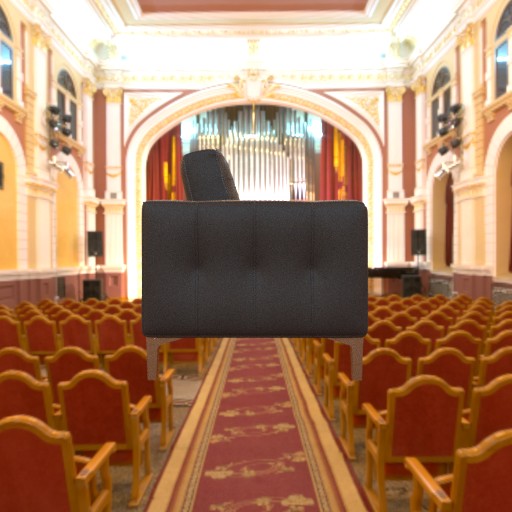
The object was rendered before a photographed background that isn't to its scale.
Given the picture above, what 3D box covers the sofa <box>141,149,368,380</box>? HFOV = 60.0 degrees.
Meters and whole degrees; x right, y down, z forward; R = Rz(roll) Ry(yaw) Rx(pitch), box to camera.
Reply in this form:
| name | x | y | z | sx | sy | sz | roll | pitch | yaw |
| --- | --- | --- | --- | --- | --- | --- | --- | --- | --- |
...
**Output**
| name | x | y | z | sx | sy | sz | roll | pitch | yaw |
| --- | --- | --- | --- | --- | --- | --- | --- | --- | --- |
| sofa | 0.000 | 0.000 | 2.691 | 0.833 | 0.893 | 2.275 | 0 | 0 | 0 |
